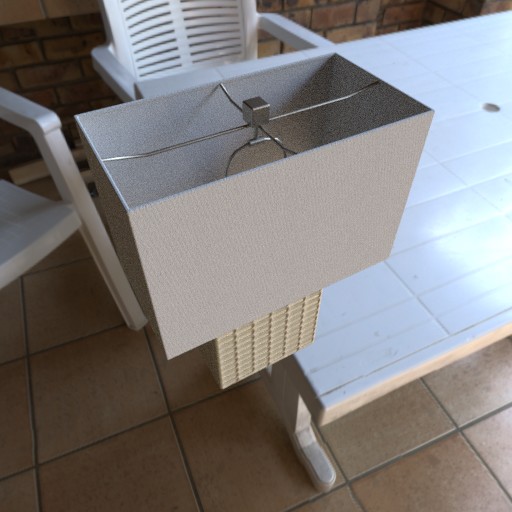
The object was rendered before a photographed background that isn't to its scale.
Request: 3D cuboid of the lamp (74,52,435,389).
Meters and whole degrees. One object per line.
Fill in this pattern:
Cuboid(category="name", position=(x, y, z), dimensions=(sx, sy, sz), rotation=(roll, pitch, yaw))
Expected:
Cuboid(category="lamp", position=(0.000, 0.000, 0.700), dimensions=(0.380, 0.515, 0.200), rotation=(-22, 50, -20))
